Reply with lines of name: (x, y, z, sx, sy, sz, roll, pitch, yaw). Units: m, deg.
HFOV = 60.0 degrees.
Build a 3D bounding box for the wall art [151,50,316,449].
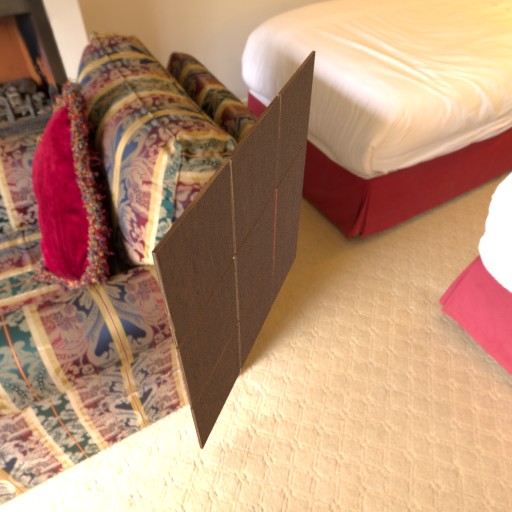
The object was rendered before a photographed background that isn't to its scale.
wall art: (0.000, 0.000, 1.836, 0.013, 1.213, 1.215, 17, 49, 15)
